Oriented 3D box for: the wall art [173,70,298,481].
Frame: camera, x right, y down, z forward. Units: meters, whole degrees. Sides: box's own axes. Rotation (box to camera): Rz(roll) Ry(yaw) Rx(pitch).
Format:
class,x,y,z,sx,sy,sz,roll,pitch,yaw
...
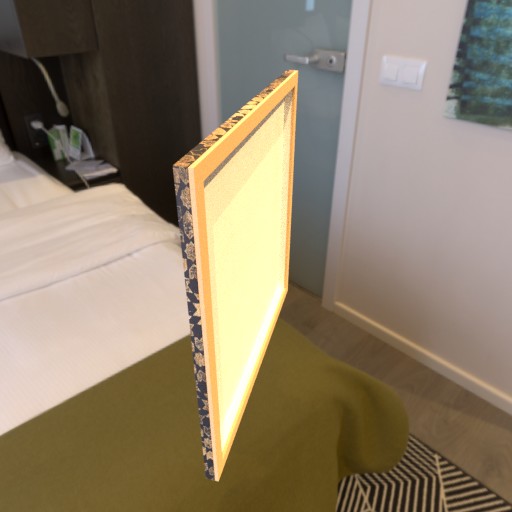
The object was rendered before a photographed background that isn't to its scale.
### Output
class,x,y,z,sx,sy,sz,roll,pitch,yaw
wall art,0.000,0.000,1.354,0.038,0.914,0.914,8,33,13
